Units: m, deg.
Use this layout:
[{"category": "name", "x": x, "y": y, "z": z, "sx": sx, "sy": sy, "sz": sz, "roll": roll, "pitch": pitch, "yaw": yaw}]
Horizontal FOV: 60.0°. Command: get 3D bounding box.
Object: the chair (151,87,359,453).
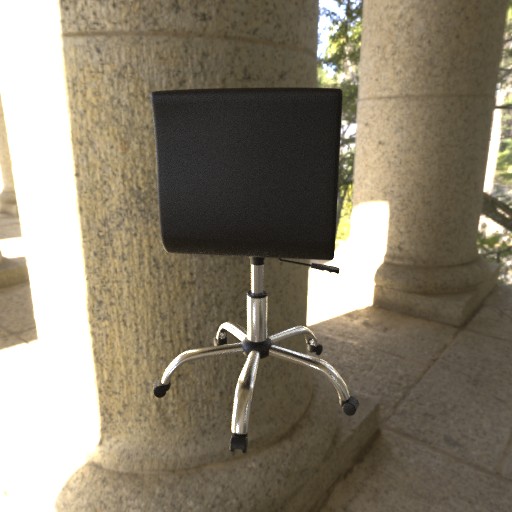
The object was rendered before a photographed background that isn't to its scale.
[{"category": "chair", "x": 0.000, "y": 0.000, "z": 1.132, "sx": 0.556, "sy": 0.780, "sz": 0.530, "roll": 3, "pitch": 16, "yaw": 9}]
